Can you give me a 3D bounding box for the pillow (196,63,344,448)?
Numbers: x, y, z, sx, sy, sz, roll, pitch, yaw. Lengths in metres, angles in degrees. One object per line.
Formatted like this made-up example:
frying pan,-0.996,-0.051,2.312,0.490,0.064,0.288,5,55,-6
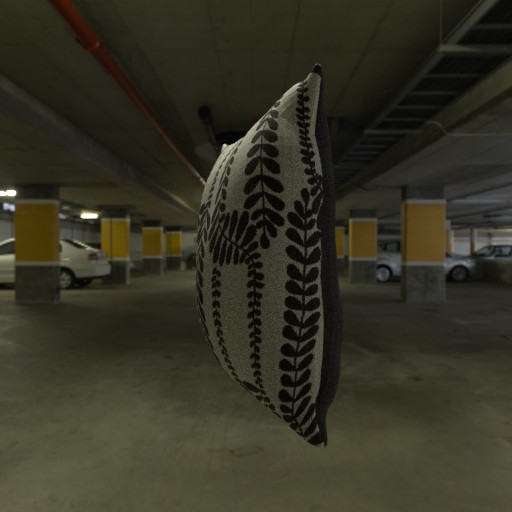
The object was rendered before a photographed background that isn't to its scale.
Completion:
pillow,0.000,0.000,0.692,0.182,0.441,0.440,0,1,-18
